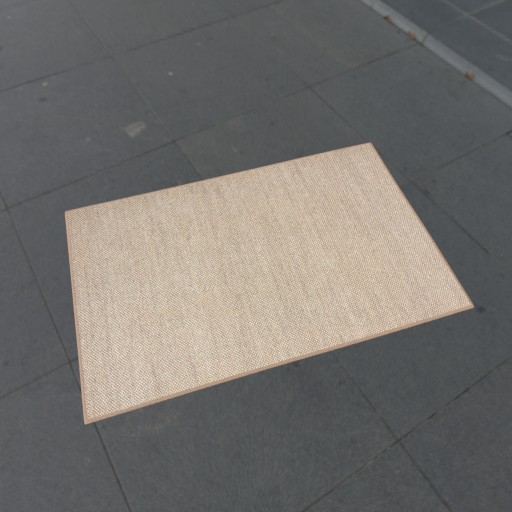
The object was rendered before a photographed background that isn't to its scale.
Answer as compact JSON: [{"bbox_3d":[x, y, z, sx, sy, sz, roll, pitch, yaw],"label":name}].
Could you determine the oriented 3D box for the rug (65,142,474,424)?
[{"bbox_3d":[0.000,0.000,2.065,1.668,0.012,1.061,-14,59,-9],"label":"rug"}]
